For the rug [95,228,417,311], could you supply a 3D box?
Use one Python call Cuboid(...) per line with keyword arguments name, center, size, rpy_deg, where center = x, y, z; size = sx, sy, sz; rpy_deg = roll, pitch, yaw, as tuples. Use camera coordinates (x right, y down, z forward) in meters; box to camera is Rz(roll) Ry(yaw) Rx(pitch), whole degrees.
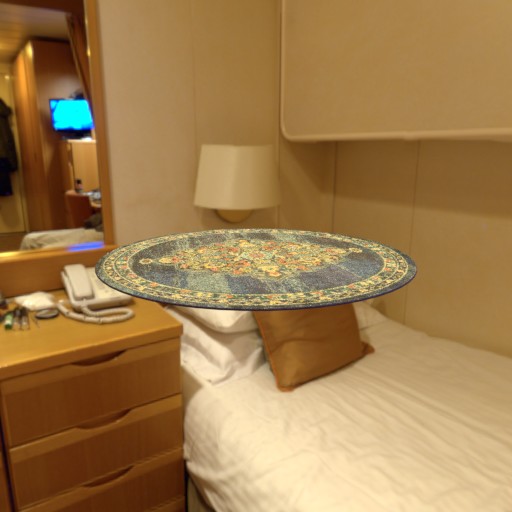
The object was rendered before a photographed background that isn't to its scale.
Cuboid(name="rug", center=(0.000, 0.000, 3.478), size=(2.386, 0.014, 2.386), rpy_deg=(0, 14, 0))
